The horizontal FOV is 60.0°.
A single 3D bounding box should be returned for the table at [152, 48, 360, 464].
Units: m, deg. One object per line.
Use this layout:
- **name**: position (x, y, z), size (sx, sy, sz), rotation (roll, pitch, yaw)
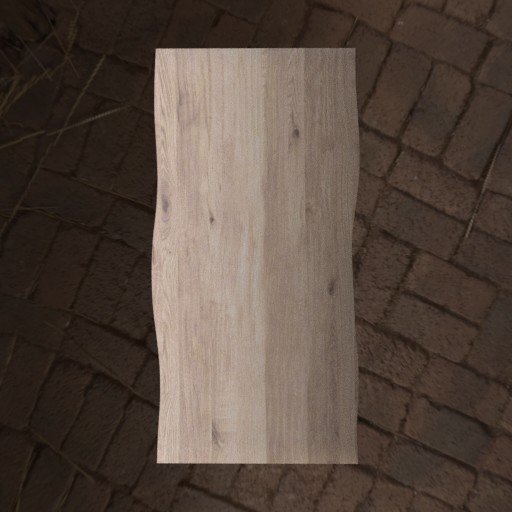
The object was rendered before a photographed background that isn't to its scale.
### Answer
- **table**: position (0.000, 0.000, 2.293), size (0.900, 0.780, 1.800), rotation (0, 91, 0)
